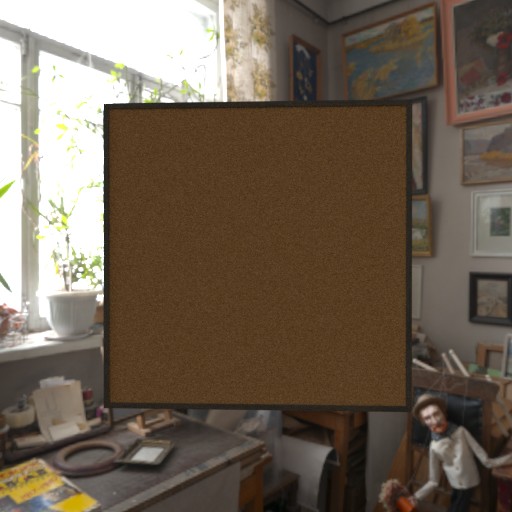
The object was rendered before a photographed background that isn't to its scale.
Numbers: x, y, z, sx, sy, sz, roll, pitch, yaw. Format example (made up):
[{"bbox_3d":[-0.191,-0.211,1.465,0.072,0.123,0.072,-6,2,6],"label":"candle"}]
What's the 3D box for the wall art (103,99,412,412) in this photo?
[{"bbox_3d":[0.000,0.000,1.108,0.758,0.758,0.039,0,0,2],"label":"wall art"}]
